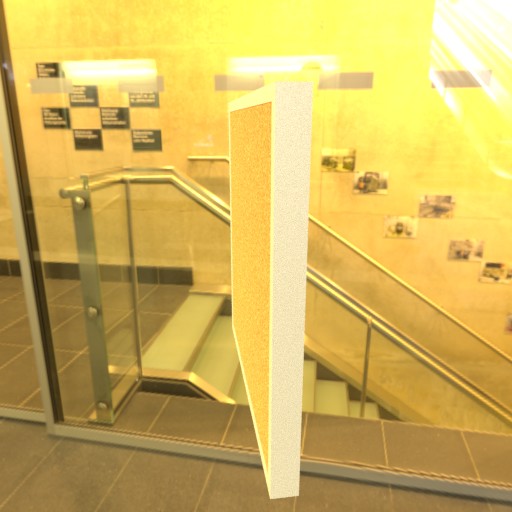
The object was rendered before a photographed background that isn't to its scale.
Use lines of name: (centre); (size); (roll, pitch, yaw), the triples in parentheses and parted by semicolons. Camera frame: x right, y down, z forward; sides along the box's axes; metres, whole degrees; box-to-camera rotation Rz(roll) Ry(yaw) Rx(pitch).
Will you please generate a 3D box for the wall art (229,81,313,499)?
wall art: (0.000, 0.000, 0.743); (0.038, 0.505, 0.506); (-2, 17, -8)
